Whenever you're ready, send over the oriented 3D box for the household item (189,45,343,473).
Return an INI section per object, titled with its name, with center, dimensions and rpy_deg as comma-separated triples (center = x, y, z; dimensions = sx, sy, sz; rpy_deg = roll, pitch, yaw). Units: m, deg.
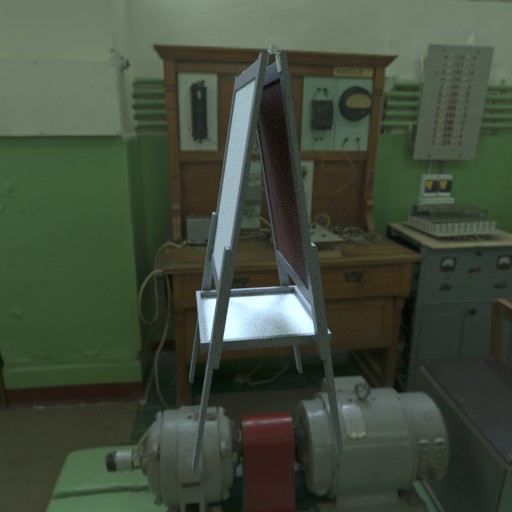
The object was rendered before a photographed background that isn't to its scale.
[household item]
center = 0.000, 0.000, 1.442
dimensions = 0.469, 1.172, 0.531
rpy_deg = -3, 16, -9
